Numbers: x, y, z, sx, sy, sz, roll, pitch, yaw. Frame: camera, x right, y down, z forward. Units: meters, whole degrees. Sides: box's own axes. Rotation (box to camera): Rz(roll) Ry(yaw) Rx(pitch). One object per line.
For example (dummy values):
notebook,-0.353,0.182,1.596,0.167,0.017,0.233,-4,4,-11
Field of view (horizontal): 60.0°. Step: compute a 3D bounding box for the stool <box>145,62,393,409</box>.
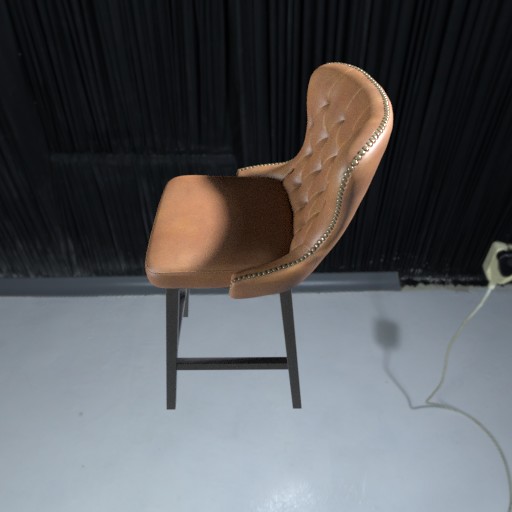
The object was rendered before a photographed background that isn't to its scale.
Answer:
stool,0.000,0.000,1.298,0.593,0.971,0.528,0,42,0
